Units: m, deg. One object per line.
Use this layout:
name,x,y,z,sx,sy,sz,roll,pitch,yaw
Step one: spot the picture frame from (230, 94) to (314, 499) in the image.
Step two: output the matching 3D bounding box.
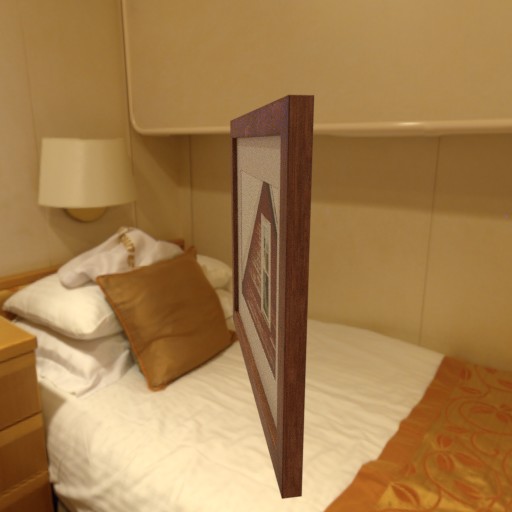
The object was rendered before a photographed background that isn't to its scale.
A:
picture frame,0.000,0.000,0.743,0.025,0.457,0.559,-2,15,-9
